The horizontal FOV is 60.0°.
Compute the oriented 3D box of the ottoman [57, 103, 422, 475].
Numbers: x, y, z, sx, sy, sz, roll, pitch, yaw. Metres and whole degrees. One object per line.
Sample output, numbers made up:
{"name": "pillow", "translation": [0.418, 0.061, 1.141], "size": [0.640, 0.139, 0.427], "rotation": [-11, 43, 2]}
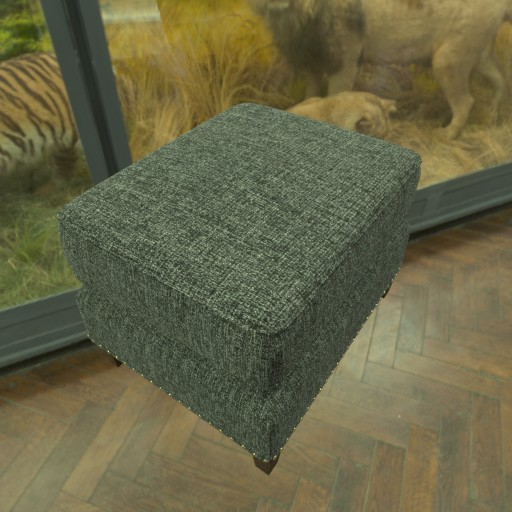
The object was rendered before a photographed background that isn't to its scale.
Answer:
{"name": "ottoman", "translation": [0.000, 0.000, 1.143], "size": [0.589, 0.537, 0.738], "rotation": [25, 48, 25]}
